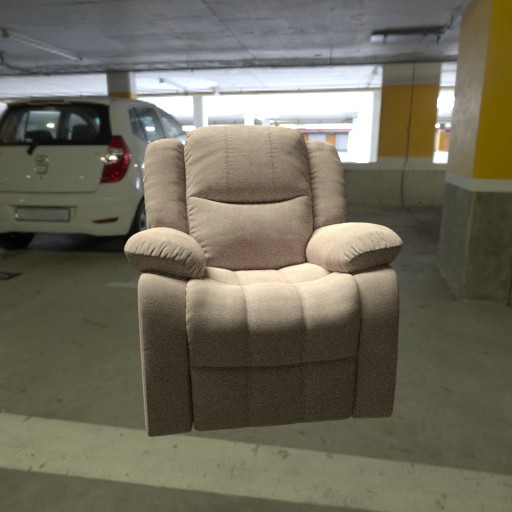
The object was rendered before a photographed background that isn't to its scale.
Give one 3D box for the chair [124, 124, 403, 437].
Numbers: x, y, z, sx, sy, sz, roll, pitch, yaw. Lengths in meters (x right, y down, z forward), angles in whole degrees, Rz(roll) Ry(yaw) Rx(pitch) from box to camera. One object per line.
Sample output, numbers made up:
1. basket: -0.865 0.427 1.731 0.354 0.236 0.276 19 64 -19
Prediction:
1. chair: 0.000 0.000 1.721 0.899 1.008 0.944 -2 14 -7
